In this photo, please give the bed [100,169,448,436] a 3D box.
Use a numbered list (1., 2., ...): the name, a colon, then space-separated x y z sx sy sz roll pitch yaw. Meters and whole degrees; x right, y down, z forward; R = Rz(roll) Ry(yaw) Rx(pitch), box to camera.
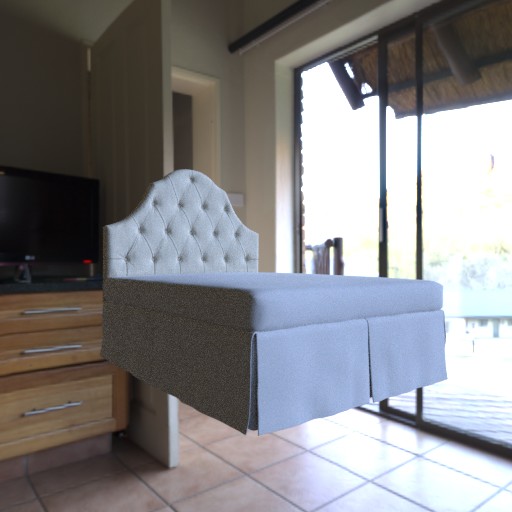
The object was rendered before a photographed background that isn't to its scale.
1. bed: 0.000 0.000 3.188 1.627 1.575 2.092 0 -1 -37
